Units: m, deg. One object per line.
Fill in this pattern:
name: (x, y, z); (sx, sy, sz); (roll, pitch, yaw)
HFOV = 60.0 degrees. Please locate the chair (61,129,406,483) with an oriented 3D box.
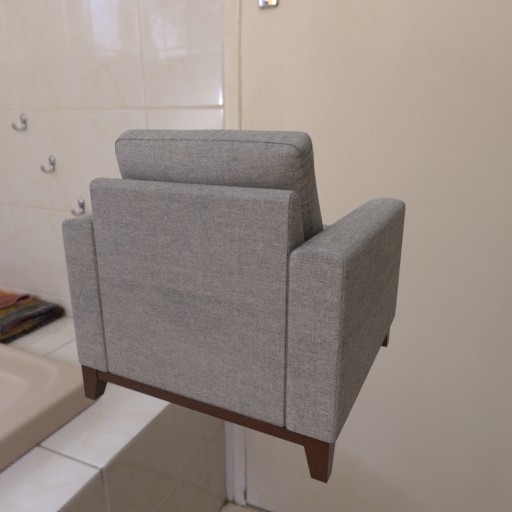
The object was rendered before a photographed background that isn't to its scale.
chair: (0.000, 0.000, 1.828); (1.024, 1.010, 1.038); (8, 18, 25)
